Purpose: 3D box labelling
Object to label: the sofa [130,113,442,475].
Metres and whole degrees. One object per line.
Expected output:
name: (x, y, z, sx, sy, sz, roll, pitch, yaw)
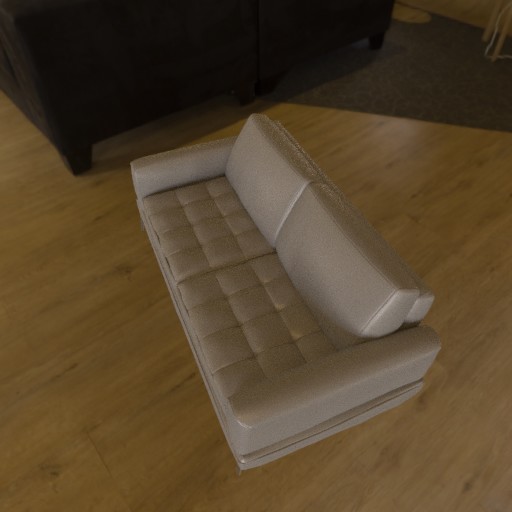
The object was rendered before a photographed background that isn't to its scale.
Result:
sofa: (0.000, 0.000, 2.742, 1.121, 0.930, 2.177, -17, 49, -16)
